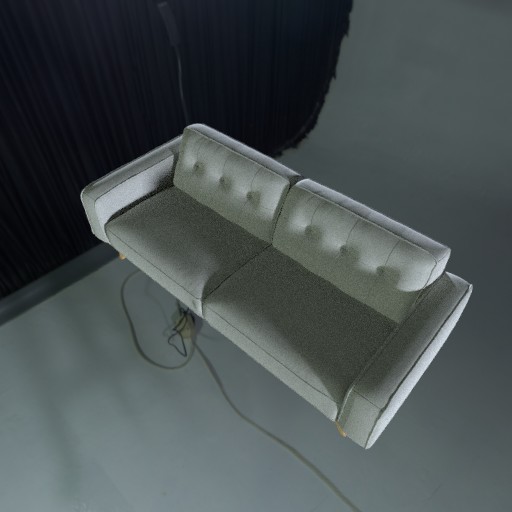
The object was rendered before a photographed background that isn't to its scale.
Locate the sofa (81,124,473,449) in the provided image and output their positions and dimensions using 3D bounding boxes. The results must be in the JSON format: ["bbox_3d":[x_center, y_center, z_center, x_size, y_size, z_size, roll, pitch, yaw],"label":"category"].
[{"bbox_3d":[0.000,0.000,2.717,2.270,0.781,0.956,33,55,27],"label":"sofa"}]
